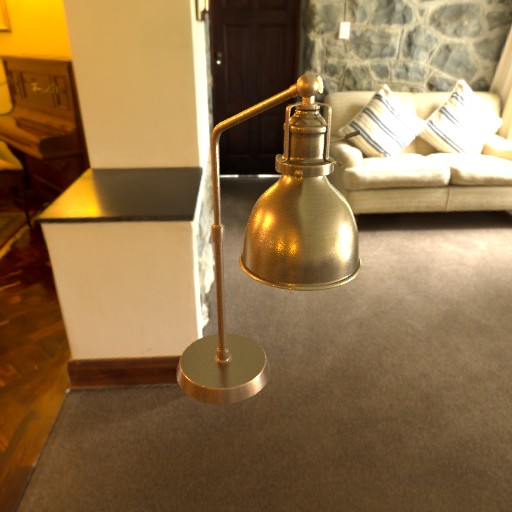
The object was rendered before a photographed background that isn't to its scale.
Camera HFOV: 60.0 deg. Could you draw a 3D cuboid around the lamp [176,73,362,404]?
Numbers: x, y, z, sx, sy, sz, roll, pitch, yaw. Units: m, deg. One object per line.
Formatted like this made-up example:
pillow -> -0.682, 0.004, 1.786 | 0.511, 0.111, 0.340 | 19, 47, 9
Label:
lamp -> 0.000, 0.000, 0.591 | 0.286, 0.456, 0.153 | 18, 32, 33
